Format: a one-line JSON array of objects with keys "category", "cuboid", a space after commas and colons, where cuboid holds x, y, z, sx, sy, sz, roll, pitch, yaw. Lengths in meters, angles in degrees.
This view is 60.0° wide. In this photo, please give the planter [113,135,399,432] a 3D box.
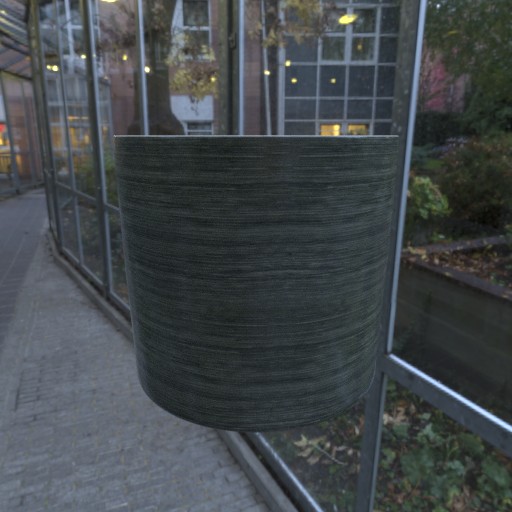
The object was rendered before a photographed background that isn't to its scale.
[{"category": "planter", "cuboid": [0.000, 0.000, 0.384, 0.221, 0.201, 0.221, 0, 15, 0]}]
